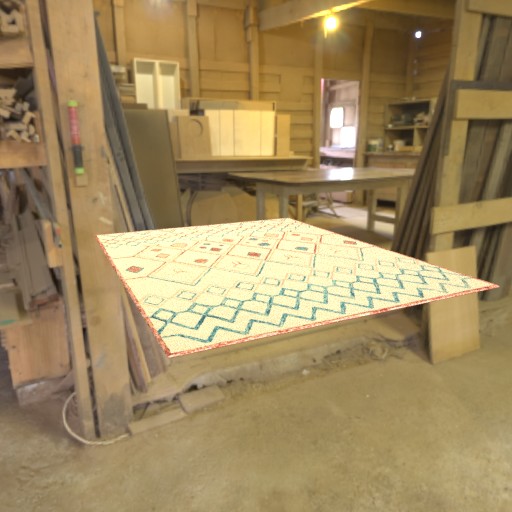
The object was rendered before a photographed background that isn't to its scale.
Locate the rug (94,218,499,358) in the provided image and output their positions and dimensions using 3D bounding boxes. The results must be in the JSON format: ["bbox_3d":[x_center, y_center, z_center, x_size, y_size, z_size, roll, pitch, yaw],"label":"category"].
[{"bbox_3d":[0.000,0.000,4.013,2.441,0.016,3.050,-7,17,-25],"label":"rug"}]
